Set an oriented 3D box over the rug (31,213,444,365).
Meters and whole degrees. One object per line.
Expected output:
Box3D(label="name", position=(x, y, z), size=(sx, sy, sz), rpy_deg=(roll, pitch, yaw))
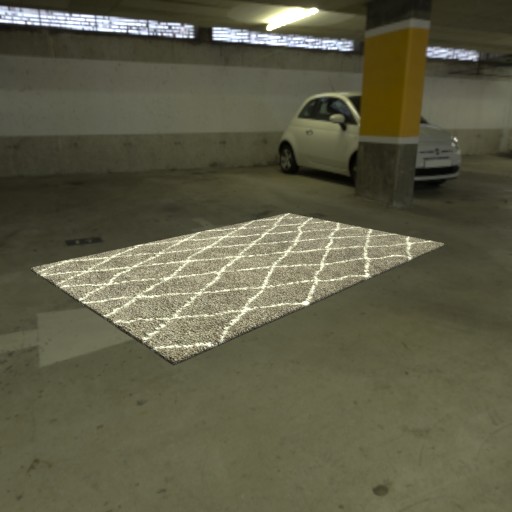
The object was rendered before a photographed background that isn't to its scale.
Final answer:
Box3D(label="rug", position=(0.000, 0.000, 3.447), size=(2.743, 0.030, 1.778), rpy_deg=(-16, 23, -42))
